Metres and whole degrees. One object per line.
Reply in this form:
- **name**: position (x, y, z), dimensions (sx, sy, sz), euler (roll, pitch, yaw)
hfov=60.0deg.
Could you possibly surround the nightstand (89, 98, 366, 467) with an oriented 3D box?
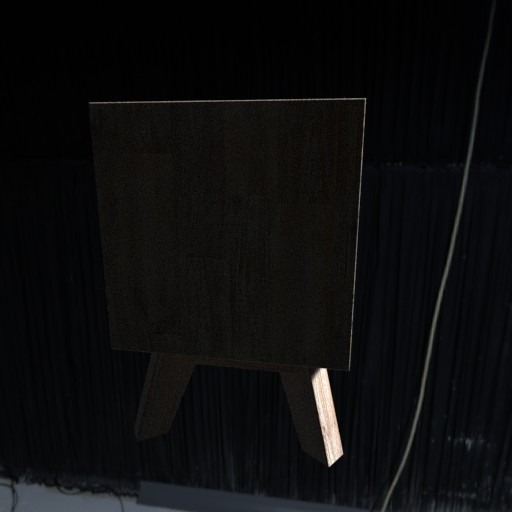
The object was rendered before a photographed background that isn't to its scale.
- **nightstand**: position (0.000, 0.000, 0.951), dimensions (0.396, 0.589, 0.552), euler (3, 15, 10)
